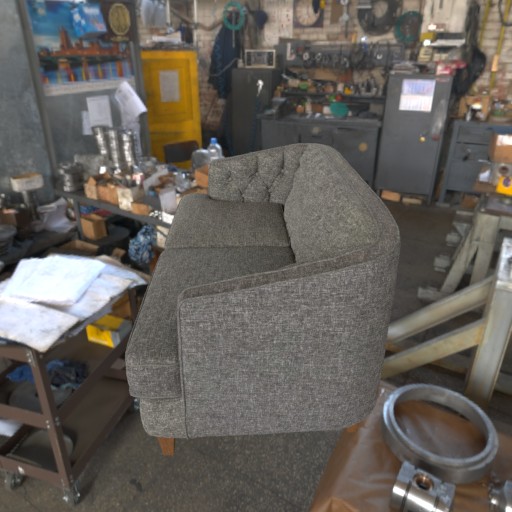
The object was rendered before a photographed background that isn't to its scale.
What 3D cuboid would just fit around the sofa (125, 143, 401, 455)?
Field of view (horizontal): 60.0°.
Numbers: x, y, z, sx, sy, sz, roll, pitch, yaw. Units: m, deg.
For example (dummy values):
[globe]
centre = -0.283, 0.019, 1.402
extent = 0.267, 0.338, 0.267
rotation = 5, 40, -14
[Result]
[sofa]
centre = 0.000, 0.000, 2.200
extent = 0.941, 0.855, 1.733
rotation = -1, 26, -2
